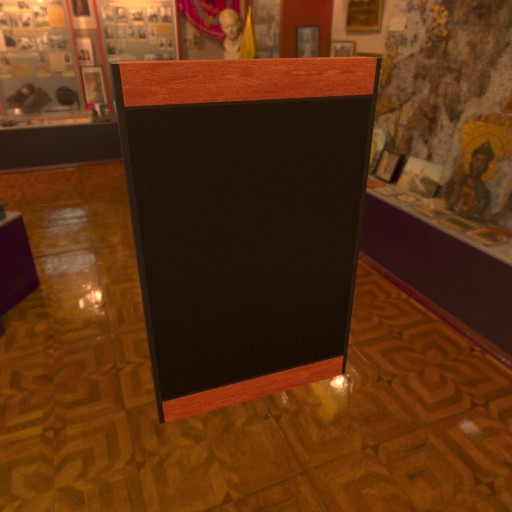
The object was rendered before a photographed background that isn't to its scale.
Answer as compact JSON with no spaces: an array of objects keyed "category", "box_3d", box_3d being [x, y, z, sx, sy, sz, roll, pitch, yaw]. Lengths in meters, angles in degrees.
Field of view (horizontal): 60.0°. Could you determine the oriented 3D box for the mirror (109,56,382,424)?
[{"category":"mirror","box_3d":[0.000,0.000,1.015,0.525,0.823,0.047,-9,28,-18]}]
